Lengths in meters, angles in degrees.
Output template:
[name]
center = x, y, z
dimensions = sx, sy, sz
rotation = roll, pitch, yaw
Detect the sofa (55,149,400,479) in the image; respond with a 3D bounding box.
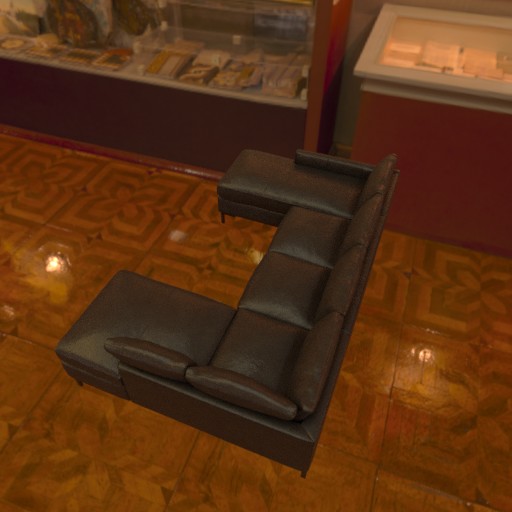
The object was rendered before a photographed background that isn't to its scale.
[sofa]
center = 0.000, 0.000, 3.884
dimensions = 1.939, 0.900, 2.956
rotation = 16, 48, 15
